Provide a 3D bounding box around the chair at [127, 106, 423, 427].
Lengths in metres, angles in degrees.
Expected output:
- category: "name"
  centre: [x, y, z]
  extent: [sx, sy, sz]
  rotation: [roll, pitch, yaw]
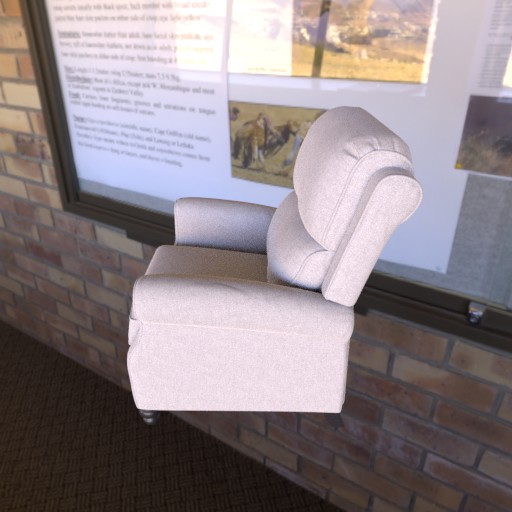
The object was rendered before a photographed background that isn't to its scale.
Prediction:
- category: "chair"
  centre: [0.000, 0.000, 1.722]
  extent: [0.919, 1.046, 0.859]
  rotation: [0, 27, 1]
